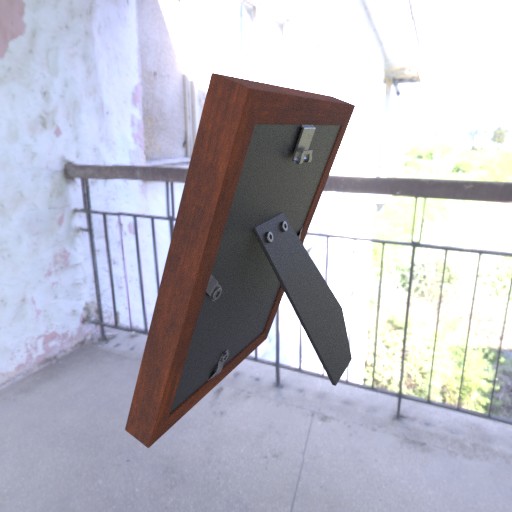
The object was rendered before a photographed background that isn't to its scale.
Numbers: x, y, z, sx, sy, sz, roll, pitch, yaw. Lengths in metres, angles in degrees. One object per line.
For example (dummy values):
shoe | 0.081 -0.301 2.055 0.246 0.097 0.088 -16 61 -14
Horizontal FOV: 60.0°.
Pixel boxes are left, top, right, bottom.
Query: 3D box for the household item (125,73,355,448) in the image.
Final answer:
household item | 0.000 0.000 0.289 0.096 0.204 0.160 8 18 26
